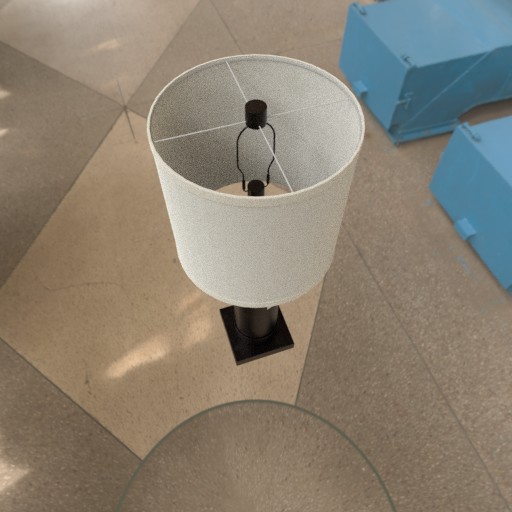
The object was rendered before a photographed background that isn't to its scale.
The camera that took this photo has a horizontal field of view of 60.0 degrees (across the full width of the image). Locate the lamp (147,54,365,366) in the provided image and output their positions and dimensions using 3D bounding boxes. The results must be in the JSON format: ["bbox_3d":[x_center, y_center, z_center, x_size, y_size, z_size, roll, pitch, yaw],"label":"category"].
[{"bbox_3d":[0.000,0.000,0.631,0.211,0.509,0.211,-16,58,-10],"label":"lamp"}]
